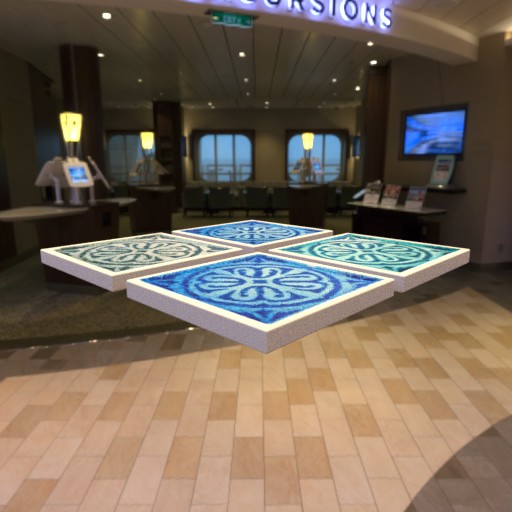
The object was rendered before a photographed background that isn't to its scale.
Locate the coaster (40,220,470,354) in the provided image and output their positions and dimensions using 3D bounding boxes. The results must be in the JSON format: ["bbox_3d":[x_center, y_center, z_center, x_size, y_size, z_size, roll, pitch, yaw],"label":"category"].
[{"bbox_3d":[0.000,0.000,0.316,0.219,0.010,0.214,12,17,43],"label":"coaster"}]
